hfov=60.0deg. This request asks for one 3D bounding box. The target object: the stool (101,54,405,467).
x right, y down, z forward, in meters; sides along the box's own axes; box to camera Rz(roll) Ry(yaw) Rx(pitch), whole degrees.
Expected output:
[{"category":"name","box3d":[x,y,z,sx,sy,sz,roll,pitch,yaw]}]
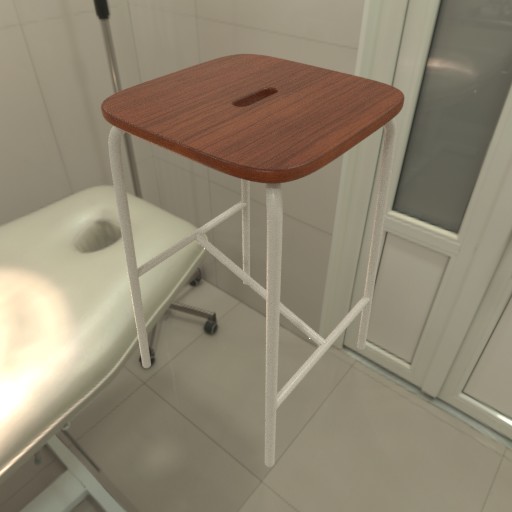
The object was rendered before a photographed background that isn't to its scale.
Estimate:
[{"category":"stool","box3d":[0.000,0.000,0.847,0.376,0.610,0.376,27,47,29]}]
